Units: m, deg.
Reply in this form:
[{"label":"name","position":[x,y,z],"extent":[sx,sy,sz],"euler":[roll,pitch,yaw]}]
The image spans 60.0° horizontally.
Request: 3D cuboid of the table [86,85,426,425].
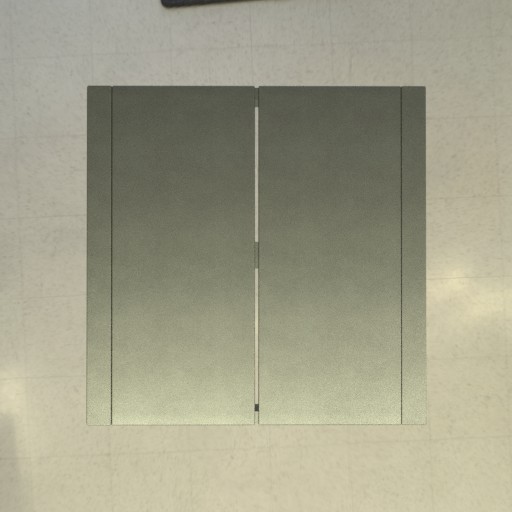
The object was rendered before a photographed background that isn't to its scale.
[{"label":"table","position":[0.000,0.000,0.913],"extent":[0.508,0.508,0.508],"euler":[0,90,0]}]
